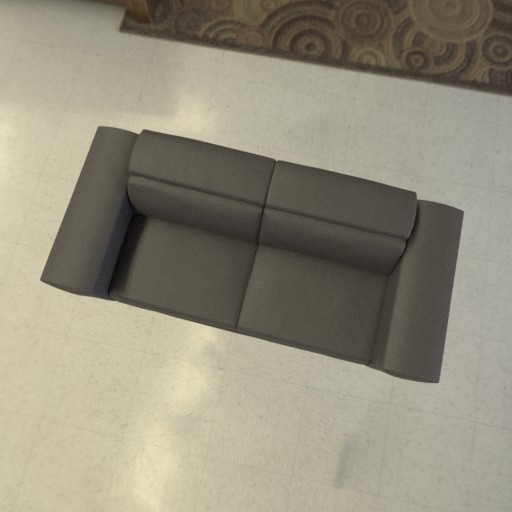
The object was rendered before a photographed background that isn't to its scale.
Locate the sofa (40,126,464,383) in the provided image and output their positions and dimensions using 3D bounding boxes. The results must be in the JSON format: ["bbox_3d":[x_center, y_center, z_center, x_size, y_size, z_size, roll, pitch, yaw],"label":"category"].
[{"bbox_3d":[0.000,0.000,2.818,2.330,0.814,1.048,14,76,3],"label":"sofa"}]
